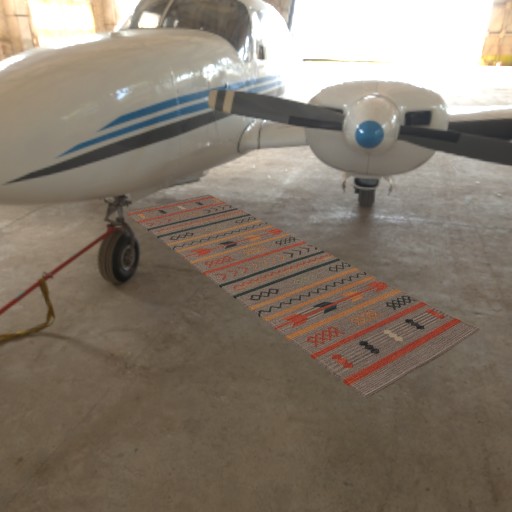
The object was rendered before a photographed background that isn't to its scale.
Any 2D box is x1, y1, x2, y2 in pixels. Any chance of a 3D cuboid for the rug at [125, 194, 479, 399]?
[{"bbox_3d":[0.000,0.000,2.675,0.744,0.022,2.419,-17,30,-31],"label":"rug"}]
